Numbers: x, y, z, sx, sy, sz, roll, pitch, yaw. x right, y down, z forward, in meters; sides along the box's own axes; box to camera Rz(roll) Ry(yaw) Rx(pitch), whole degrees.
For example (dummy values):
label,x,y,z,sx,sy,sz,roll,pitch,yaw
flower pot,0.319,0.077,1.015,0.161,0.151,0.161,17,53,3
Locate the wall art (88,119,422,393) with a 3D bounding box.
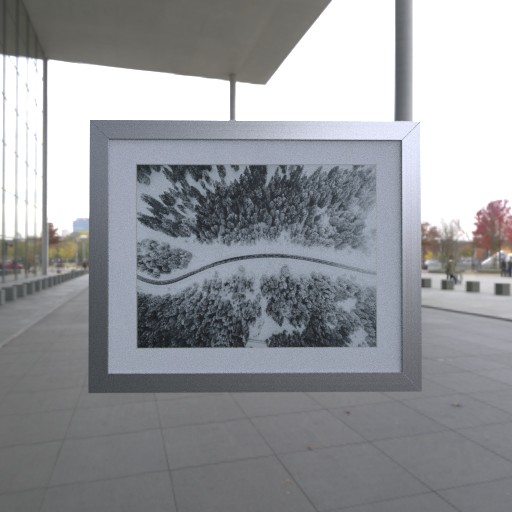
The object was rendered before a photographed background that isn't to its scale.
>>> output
label,x,y,z,sx,sy,sz,roll,pitch,yaw
wall art,0.000,0.000,0.759,0.557,0.456,0.032,0,-1,-1
